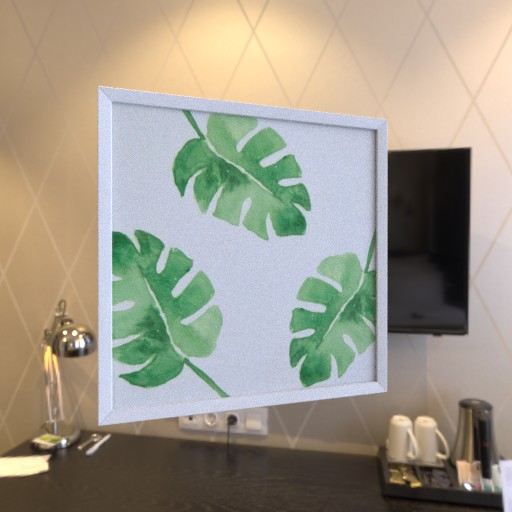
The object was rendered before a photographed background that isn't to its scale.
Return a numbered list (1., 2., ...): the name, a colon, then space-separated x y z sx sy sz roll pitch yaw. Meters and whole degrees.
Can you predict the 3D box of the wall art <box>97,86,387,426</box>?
1. wall art: 0.000 0.000 1.133 0.762 0.762 0.040 0 0 -19
